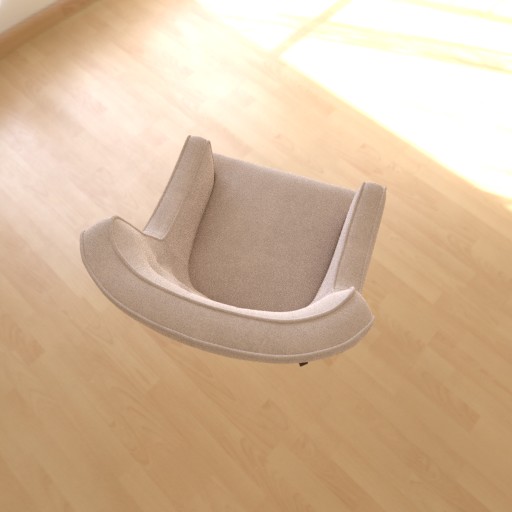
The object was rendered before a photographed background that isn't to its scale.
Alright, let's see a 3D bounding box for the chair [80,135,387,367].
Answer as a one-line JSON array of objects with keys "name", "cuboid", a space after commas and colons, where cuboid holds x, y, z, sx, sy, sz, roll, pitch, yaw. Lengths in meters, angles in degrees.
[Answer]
[{"name": "chair", "cuboid": [0.000, 0.000, 1.592, 0.781, 0.920, 0.910, 17, 66, 8]}]
